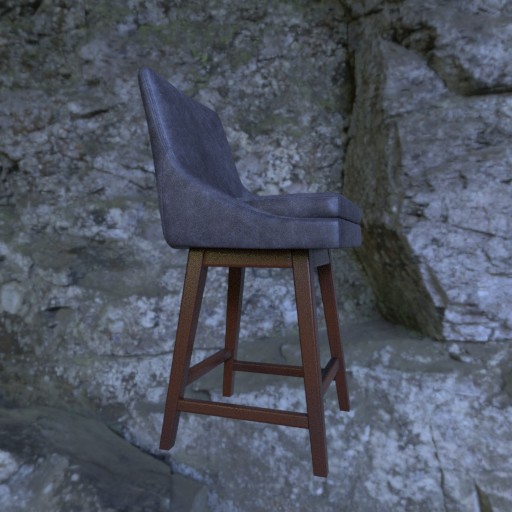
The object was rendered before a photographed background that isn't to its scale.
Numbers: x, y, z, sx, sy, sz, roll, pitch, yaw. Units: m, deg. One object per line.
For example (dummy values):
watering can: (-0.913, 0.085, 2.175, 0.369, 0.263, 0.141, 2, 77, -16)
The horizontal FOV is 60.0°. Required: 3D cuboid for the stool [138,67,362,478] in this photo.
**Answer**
stool: (0.000, 0.000, 1.349, 0.587, 1.046, 0.492, 1, 2, 19)
